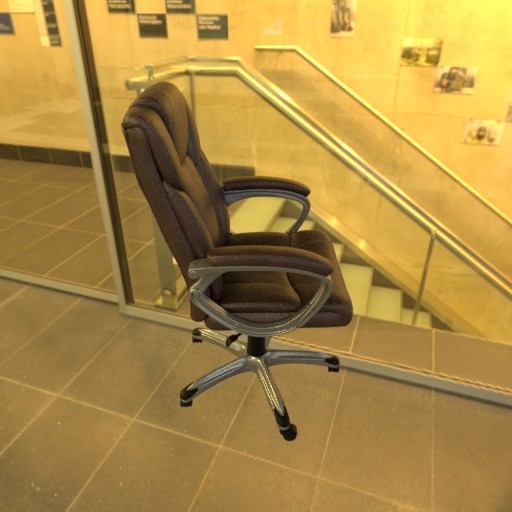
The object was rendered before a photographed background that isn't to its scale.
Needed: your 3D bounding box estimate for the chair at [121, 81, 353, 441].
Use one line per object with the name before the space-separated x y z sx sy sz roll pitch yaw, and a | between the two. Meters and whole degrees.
chair | 0.000 0.000 1.561 0.692 1.128 0.656 0 29 0
